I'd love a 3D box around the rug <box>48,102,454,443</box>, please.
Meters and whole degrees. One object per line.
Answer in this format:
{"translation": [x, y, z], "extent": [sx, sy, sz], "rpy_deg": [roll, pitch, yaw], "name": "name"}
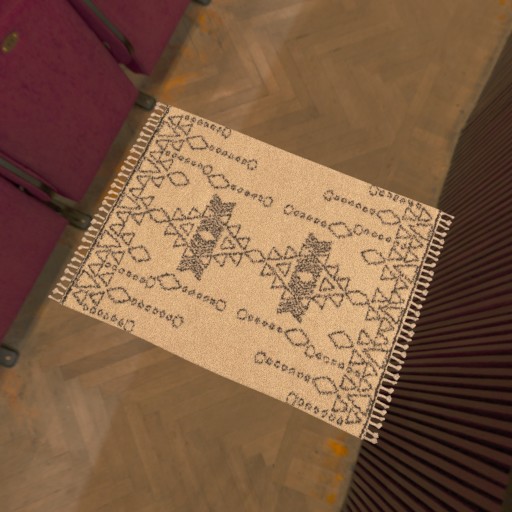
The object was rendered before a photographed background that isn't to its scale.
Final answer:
{"translation": [0.000, 0.000, 3.939], "extent": [3.027, 0.028, 2.125], "rpy_deg": [23, 77, 6], "name": "rug"}
